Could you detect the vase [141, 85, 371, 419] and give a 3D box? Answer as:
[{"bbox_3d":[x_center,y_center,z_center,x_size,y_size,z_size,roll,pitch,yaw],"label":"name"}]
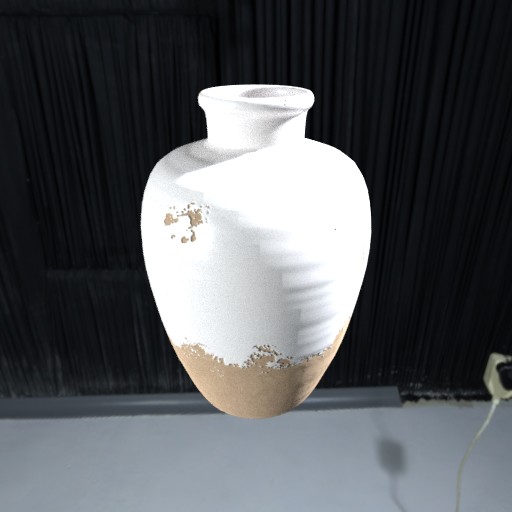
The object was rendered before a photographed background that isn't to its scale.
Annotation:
[{"bbox_3d":[0.000,0.000,0.325,0.158,0.228,0.158,0,27,0],"label":"vase"}]
